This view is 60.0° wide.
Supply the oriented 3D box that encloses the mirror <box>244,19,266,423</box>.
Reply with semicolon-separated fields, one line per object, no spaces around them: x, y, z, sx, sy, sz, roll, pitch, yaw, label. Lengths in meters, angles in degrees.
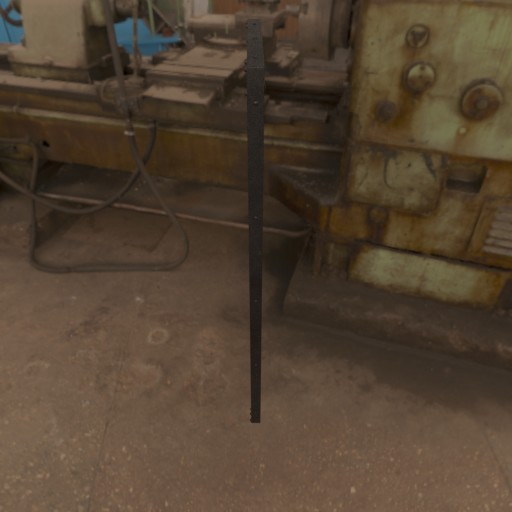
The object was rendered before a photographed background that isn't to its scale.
0.000;0.000;1.189;0.042;1.080;0.354;0;39;0;mirror
